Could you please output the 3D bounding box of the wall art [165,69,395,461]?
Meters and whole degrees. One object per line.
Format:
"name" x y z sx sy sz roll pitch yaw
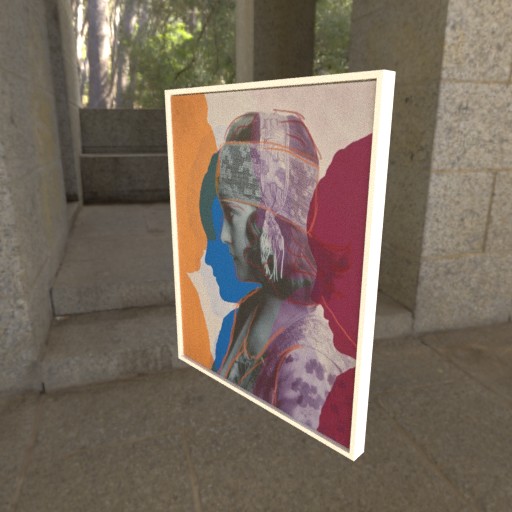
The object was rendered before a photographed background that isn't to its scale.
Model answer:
"wall art" 0.000 0.000 0.751 0.443 0.549 0.030 15 22 42
